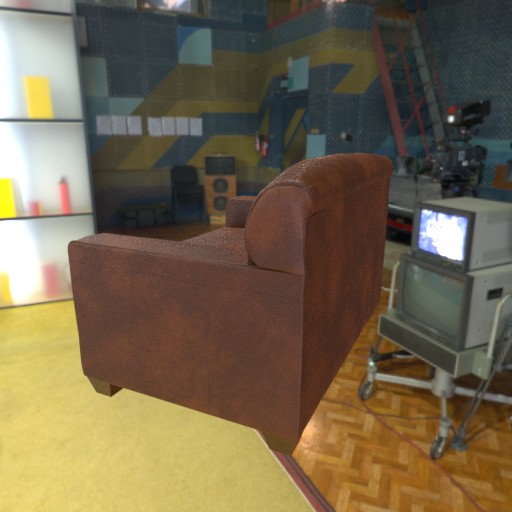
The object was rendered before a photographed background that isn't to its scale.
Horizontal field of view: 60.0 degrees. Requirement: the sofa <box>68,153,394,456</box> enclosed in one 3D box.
[{"bbox_3d":[0.000,0.000,2.099,1.000,0.956,1.413,7,17,25],"label":"sofa"}]
